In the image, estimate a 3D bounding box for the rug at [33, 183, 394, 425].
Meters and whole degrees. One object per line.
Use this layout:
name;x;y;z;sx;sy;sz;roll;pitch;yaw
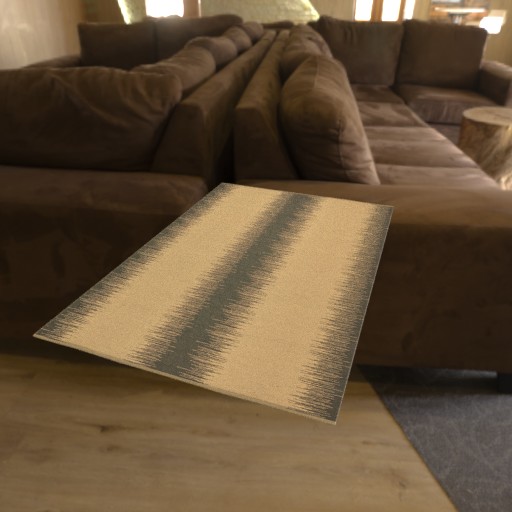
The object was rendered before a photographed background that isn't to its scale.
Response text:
rug;0.000;0.000;2.345;1.234;0.006;1.854;11;32;18
